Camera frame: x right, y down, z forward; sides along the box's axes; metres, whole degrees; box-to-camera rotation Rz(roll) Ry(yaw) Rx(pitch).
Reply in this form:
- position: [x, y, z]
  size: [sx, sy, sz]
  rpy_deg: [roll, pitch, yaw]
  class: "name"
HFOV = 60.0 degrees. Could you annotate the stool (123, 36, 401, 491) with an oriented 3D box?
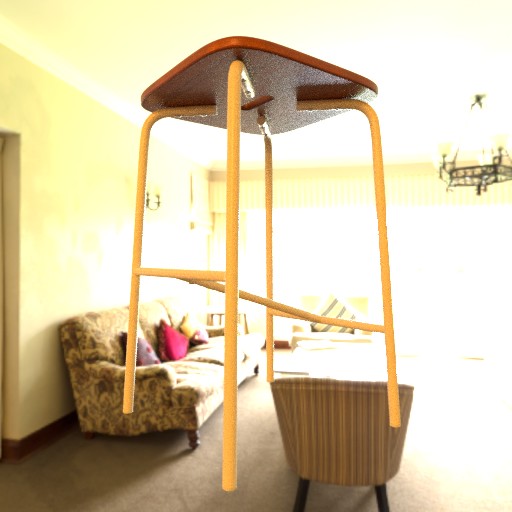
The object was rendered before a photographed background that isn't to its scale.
- position: [0.000, 0.000, 0.833]
  size: [0.376, 0.610, 0.376]
  rpy_deg: [0, 0, -37]
  class: "stool"
